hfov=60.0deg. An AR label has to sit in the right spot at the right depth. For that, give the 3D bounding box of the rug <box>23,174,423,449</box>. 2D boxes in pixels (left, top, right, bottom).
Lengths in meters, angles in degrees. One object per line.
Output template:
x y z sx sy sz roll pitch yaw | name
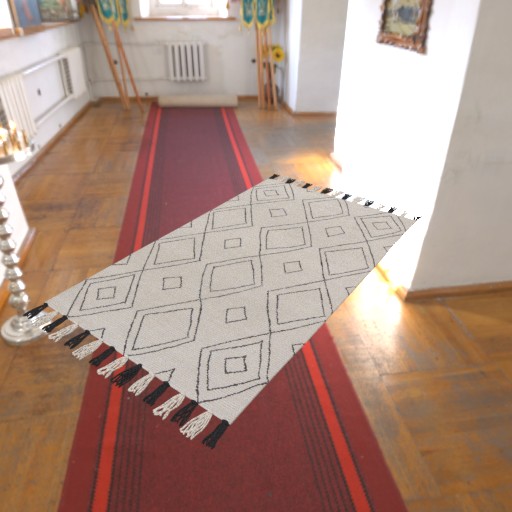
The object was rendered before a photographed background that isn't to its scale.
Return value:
0.000 0.000 3.204 1.524 0.021 2.755 22 39 30 | rug
